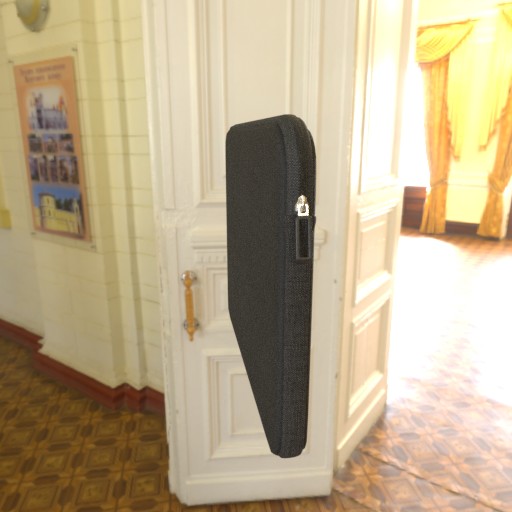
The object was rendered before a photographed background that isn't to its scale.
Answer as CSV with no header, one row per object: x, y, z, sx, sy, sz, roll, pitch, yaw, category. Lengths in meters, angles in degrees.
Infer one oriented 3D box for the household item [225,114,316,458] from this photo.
0.000,0.000,0.522,0.030,0.305,0.396,-3,15,-10,household item
